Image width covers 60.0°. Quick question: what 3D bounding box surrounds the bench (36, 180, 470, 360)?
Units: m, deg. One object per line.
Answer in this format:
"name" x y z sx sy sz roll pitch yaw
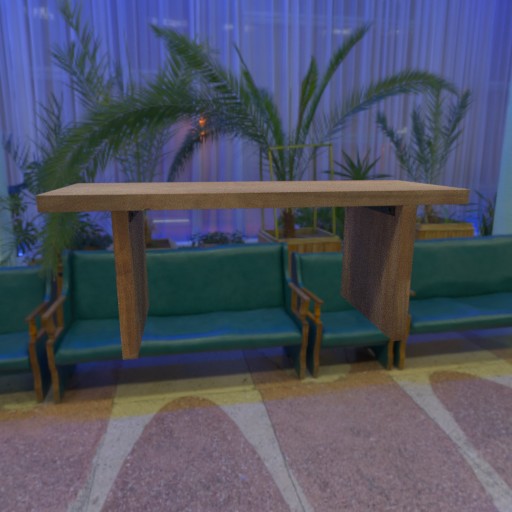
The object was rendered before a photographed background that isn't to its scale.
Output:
"bench" 0.000 0.000 1.466 1.183 0.458 0.458 -2 13 -9
